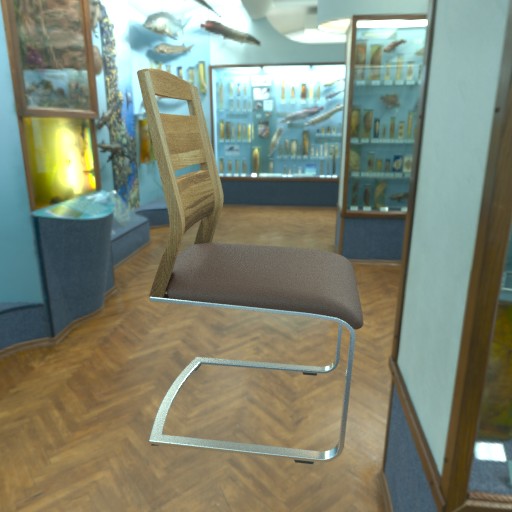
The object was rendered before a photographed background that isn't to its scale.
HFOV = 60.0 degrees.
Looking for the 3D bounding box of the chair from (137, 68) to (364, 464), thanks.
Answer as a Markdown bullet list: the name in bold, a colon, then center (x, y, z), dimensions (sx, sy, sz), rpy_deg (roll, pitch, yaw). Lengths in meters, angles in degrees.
- **chair**: center (0.000, 0.000, 1.240), dimensions (0.570, 0.970, 0.460), rpy_deg (2, 17, 8)
